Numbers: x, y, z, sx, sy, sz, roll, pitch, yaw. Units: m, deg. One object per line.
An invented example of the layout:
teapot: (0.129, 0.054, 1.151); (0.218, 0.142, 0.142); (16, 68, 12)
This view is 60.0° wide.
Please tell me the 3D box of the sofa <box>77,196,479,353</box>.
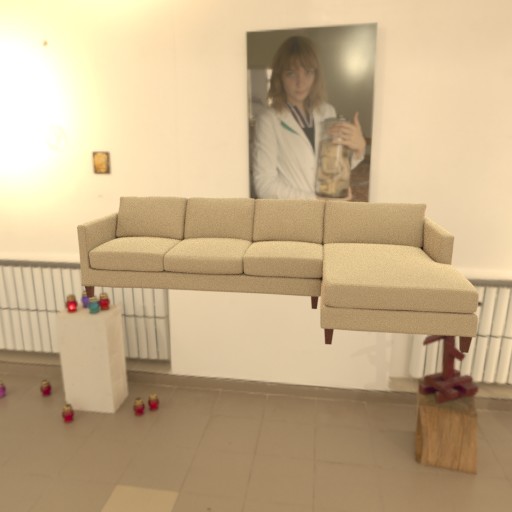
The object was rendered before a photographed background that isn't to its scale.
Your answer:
sofa: (0.000, 0.000, 3.847); (3.186, 0.861, 1.625); (2, 14, 8)
